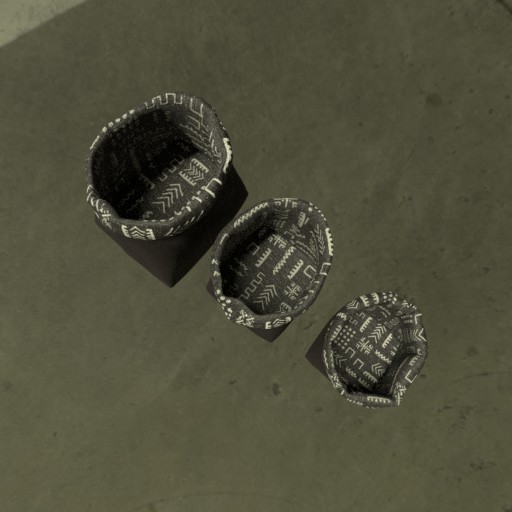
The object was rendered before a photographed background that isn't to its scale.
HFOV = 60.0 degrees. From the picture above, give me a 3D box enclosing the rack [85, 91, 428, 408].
[{"bbox_3d":[0.000,0.000,1.077,0.905,0.323,0.379,38,78,9],"label":"rack"}]
